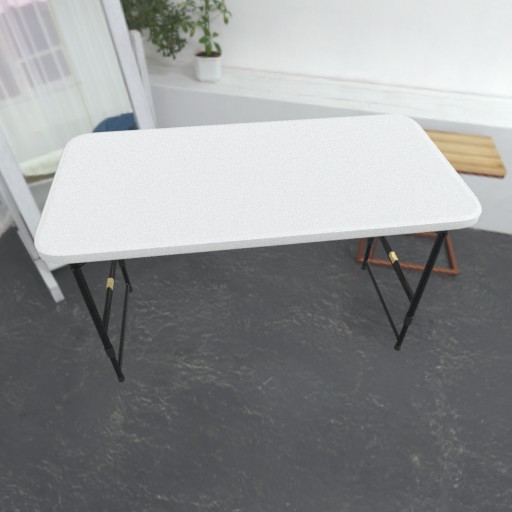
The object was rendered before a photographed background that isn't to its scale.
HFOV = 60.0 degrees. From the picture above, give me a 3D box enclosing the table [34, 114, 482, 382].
[{"bbox_3d":[0.000,0.000,1.619,1.219,0.737,0.610,-5,45,-5],"label":"table"}]
